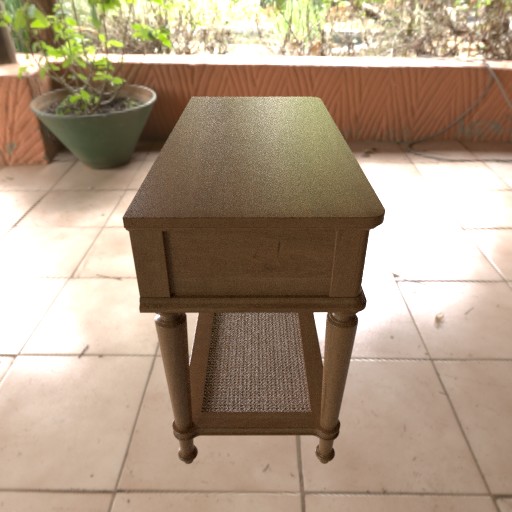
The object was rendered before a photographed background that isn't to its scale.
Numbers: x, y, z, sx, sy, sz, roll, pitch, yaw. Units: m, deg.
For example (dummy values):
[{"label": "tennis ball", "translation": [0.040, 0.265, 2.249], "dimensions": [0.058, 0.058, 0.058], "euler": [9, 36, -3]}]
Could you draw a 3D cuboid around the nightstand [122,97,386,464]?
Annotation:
[{"label": "nightstand", "translation": [0.000, 0.000, 1.285], "dimensions": [0.432, 0.700, 0.914], "euler": [0, 31, 0]}]
